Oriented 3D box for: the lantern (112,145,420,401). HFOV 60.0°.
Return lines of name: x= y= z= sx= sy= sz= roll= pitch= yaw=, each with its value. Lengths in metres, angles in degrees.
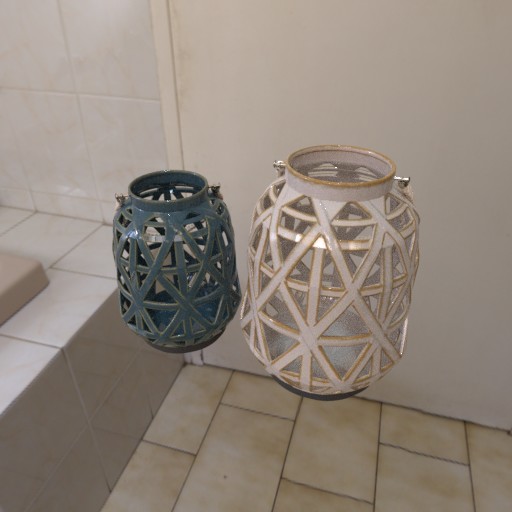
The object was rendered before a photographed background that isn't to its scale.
lantern: x=0.000 y=0.000 z=0.625 sx=0.439 sy=0.307 sz=0.245 roll=10 pitch=34 yaw=15
